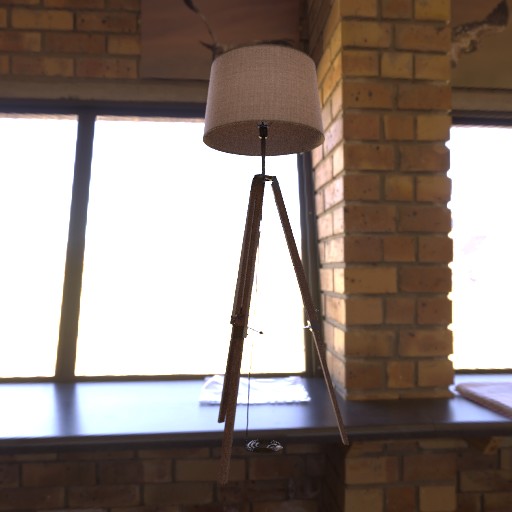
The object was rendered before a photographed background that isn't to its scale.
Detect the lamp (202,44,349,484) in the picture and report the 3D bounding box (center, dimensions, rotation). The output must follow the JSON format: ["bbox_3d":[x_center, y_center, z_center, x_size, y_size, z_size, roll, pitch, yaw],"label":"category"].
[{"bbox_3d":[0.000,0.000,1.817,0.604,1.510,0.587,1,-2,-36],"label":"lamp"}]
